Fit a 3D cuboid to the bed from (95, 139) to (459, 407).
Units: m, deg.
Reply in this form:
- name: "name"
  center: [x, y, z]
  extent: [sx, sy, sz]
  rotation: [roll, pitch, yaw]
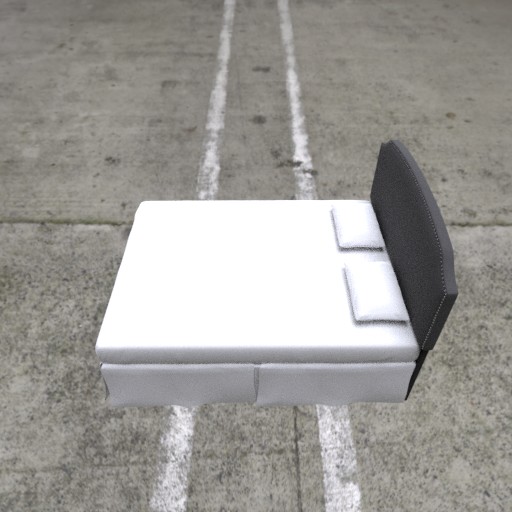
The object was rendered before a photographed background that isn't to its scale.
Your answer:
- name: "bed"
  center: [0.000, 0.000, 3.036]
  extent: [1.999, 1.270, 1.558]
  rotation: [0, 43, 0]
